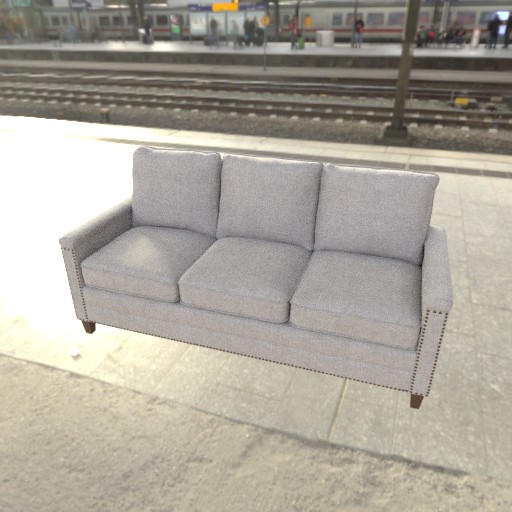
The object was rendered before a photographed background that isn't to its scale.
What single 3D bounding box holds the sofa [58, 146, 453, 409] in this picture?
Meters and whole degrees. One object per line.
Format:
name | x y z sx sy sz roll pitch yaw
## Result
sofa | 0.000 0.000 2.425 1.925 0.959 0.828 9 29 16
